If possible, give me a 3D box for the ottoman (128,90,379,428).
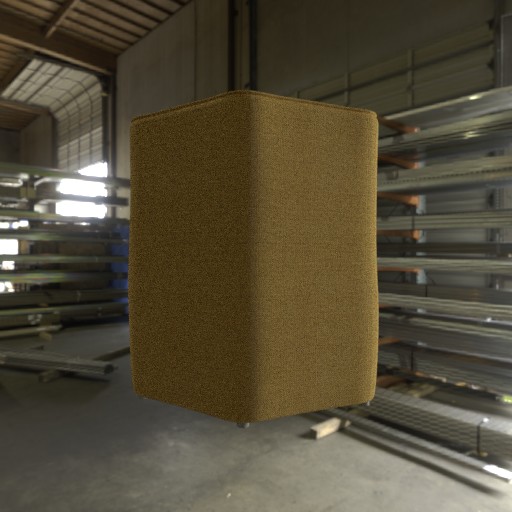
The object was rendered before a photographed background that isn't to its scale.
[{"bbox_3d":[0.000,0.000,0.880,0.494,0.502,0.443,0,1,35],"label":"ottoman"}]
